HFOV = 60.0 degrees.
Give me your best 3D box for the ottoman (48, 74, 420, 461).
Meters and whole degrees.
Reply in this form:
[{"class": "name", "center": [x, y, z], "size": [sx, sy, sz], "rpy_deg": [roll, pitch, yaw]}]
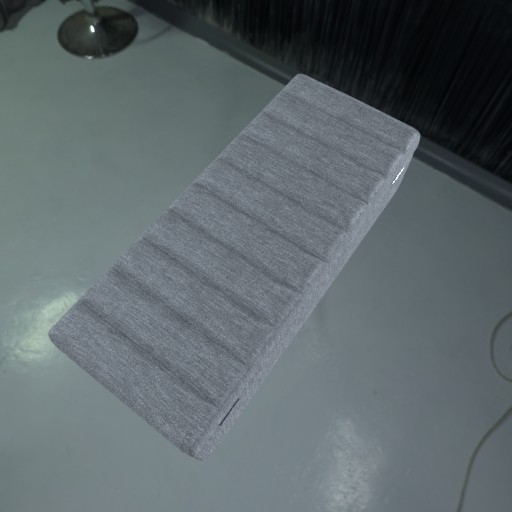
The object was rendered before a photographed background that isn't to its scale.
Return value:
[{"class": "ottoman", "center": [0.000, 0.000, 1.421], "size": [0.482, 0.469, 1.151], "rpy_deg": [33, 67, 16]}]
